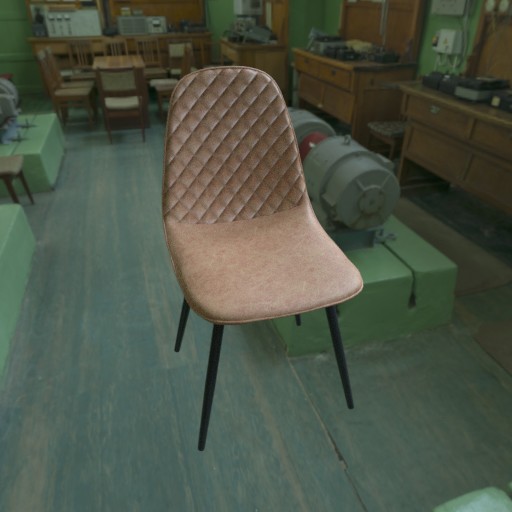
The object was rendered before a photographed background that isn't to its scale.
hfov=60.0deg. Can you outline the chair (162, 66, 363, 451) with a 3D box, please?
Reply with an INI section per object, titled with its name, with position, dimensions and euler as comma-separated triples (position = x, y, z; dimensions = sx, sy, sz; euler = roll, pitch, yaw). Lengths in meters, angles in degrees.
[chair]
position = 0.000, 0.000, 1.210
dimensions = 0.472, 0.889, 0.561
euler = -9, 32, -15
